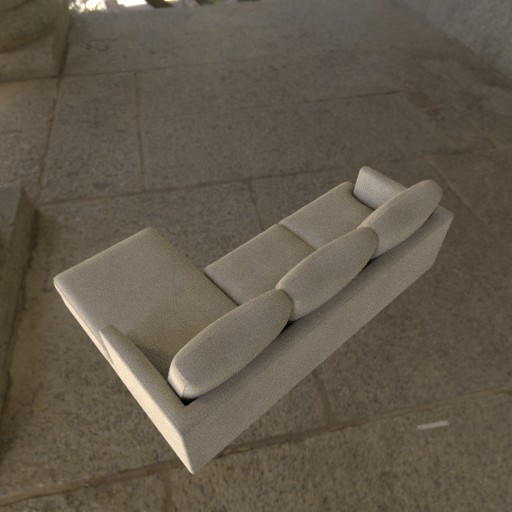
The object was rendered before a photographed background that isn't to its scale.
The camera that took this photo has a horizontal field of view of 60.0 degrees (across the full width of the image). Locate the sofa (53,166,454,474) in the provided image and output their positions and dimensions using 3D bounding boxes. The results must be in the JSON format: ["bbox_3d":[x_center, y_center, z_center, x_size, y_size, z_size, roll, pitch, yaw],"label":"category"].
[{"bbox_3d":[0.000,0.000,2.981,2.233,0.956,1.504,-33,55,-27],"label":"sofa"}]
